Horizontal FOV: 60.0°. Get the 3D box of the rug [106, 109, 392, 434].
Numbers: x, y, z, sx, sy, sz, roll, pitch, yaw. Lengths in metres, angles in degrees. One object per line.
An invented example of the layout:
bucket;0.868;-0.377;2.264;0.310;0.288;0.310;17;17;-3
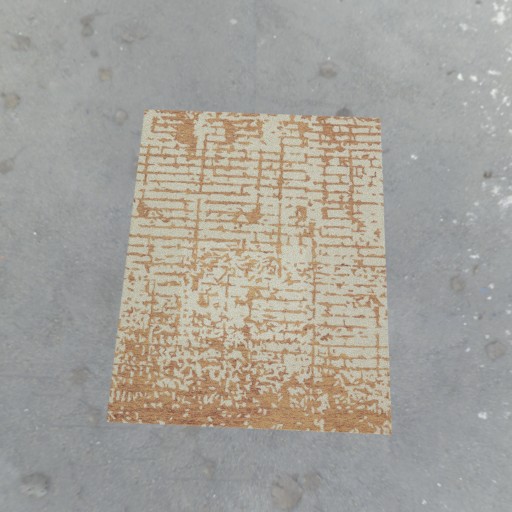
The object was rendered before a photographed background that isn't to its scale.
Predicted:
rug;0.000;0.000;4.185;2.441;0.011;3.050;2;75;1
